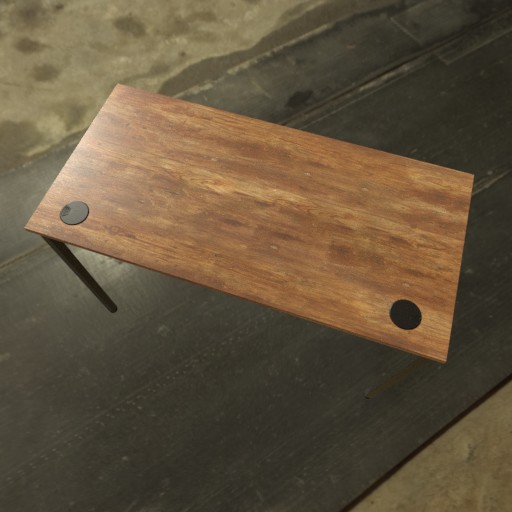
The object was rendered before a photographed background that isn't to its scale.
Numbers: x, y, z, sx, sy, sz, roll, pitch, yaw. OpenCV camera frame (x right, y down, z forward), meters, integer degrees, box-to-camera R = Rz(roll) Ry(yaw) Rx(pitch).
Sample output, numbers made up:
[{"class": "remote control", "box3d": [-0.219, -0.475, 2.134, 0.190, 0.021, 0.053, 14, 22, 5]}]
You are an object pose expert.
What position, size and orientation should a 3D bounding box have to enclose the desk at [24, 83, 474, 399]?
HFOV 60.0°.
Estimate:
[{"class": "desk", "box3d": [0.000, 0.000, 1.641, 1.200, 0.749, 0.600, 17, 65, 8]}]
